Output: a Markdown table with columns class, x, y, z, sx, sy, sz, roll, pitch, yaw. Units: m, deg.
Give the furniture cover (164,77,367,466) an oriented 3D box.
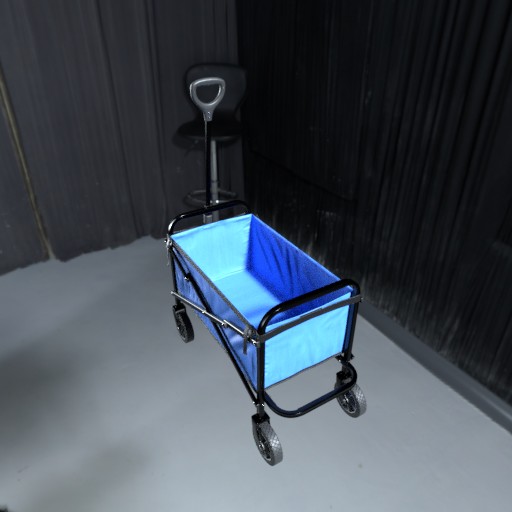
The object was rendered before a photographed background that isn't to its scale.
| class | x | y | z | sx | sy | sz | roll | pitch | yaw |
| --- | --- | --- | --- | --- | --- | --- | --- | --- | --- |
| furniture cover | 0.000 | 0.000 | 1.853 | 0.532 | 1.295 | 1.038 | -18 | 36 | -26 |
